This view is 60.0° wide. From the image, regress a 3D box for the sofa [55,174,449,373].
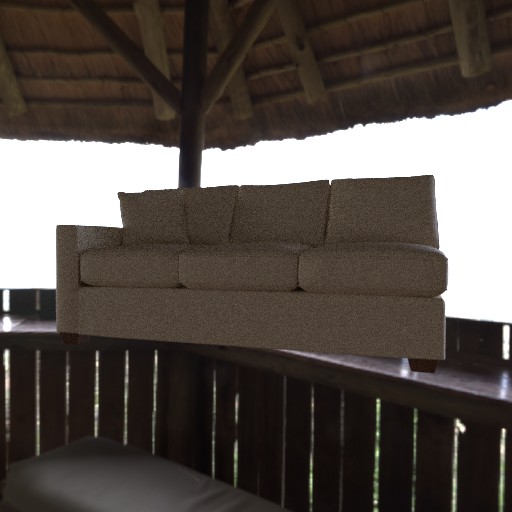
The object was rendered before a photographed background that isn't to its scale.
[{"bbox_3d":[0.000,0.000,2.526,1.962,0.946,1.034,0,1,18],"label":"sofa"}]
